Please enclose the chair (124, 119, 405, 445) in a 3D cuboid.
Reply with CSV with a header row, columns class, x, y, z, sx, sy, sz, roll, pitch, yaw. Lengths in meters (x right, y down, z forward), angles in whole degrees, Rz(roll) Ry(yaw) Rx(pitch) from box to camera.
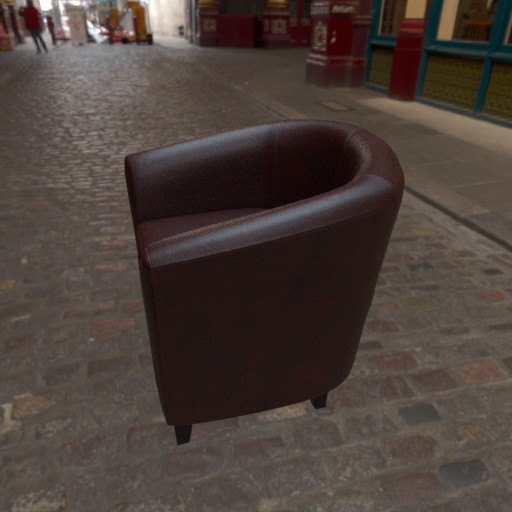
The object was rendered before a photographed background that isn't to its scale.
class,x,y,z,sx,sy,sz,roll,pitch,yaw
chair,0.000,0.000,1.413,0.727,0.756,0.792,-9,30,-15
